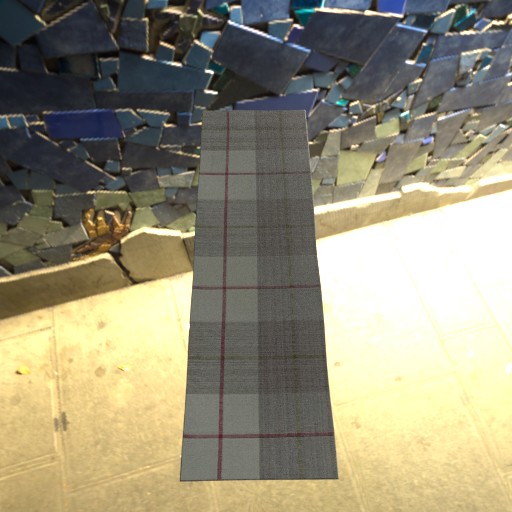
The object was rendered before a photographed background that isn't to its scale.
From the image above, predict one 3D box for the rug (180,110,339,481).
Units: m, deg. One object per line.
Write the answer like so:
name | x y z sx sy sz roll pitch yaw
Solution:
rug | 0.000 0.000 2.699 0.762 0.013 2.439 -1 62 0
